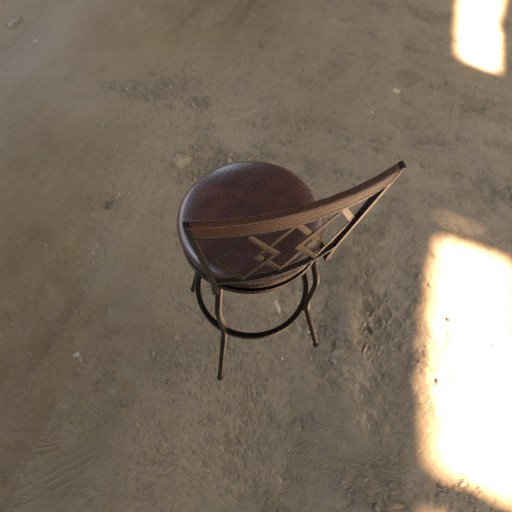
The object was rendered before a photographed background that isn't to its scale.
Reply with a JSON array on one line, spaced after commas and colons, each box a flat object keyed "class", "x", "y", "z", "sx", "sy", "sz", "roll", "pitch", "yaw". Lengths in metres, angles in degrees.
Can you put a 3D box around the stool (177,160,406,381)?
[{"class": "stool", "x": 0.000, "y": 0.000, "z": 1.359, "sx": 0.432, "sy": 1.134, "sz": 0.521, "roll": -17, "pitch": 61, "yaw": -10}]
